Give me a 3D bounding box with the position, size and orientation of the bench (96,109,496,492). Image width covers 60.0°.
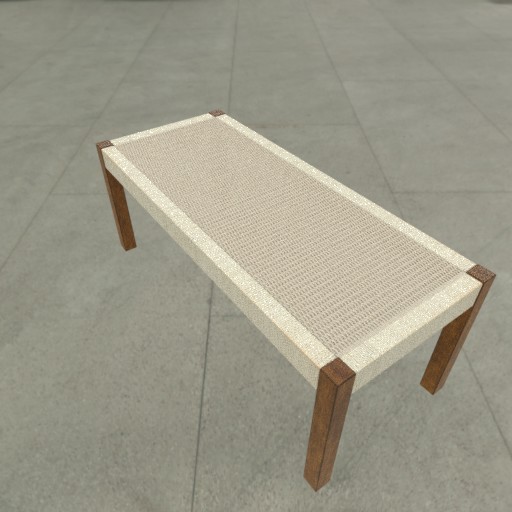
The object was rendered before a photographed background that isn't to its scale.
[{"bbox_3d":[0.000,0.000,1.429,0.507,0.457,1.198,-25,46,-27],"label":"bench"}]
